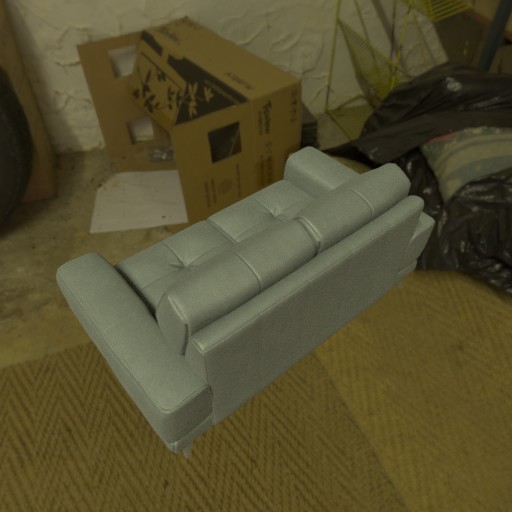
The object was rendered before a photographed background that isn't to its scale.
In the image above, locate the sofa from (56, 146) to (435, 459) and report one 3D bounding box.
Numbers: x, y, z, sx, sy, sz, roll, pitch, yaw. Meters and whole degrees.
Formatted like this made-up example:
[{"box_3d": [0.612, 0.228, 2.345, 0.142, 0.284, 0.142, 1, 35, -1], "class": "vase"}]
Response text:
[{"box_3d": [0.000, 0.000, 2.367, 1.806, 0.907, 1.018, -31, 53, -27], "class": "sofa"}]
